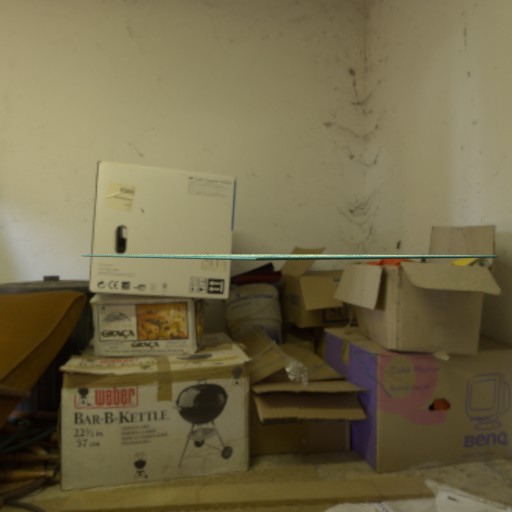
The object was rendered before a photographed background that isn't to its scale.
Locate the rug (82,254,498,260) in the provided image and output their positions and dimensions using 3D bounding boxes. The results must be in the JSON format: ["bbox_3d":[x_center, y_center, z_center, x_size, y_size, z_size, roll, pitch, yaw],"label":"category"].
[{"bbox_3d":[0.000,0.000,2.772,1.554,0.012,2.205,0,0,-35],"label":"rug"}]
